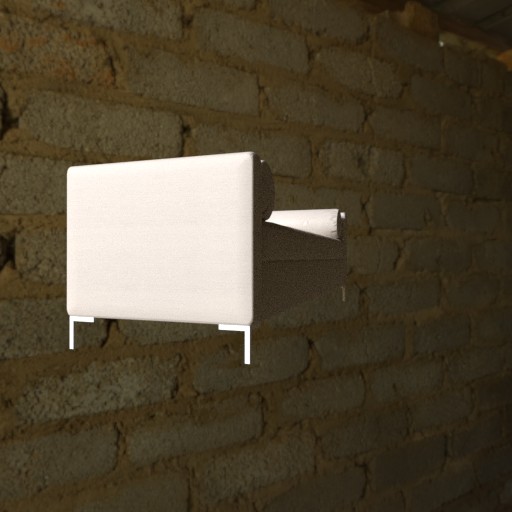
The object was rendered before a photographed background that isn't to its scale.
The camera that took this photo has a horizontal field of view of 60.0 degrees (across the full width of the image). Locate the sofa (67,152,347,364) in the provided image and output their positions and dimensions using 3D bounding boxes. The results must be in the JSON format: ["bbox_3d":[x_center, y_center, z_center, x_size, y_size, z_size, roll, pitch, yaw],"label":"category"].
[{"bbox_3d":[0.000,0.000,2.328,0.686,0.635,1.981,0,0,19],"label":"sofa"}]
